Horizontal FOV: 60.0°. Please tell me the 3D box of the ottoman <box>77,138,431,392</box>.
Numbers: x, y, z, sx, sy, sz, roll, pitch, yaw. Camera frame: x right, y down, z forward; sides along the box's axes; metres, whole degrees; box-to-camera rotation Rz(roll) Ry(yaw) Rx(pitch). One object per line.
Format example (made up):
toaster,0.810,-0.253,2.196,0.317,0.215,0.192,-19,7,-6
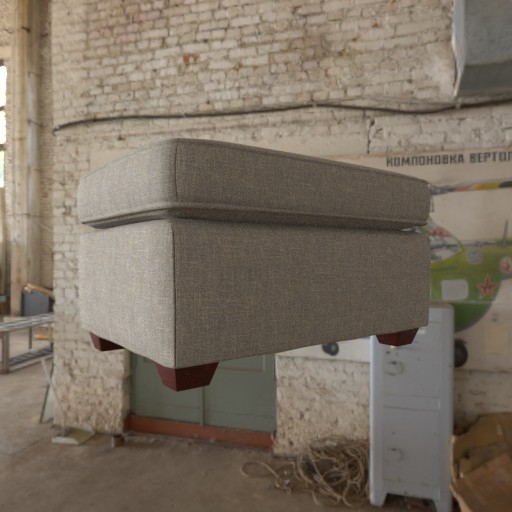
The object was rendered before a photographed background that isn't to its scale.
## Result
ottoman,0.000,0.000,1.125,0.762,0.457,0.559,0,0,-37
